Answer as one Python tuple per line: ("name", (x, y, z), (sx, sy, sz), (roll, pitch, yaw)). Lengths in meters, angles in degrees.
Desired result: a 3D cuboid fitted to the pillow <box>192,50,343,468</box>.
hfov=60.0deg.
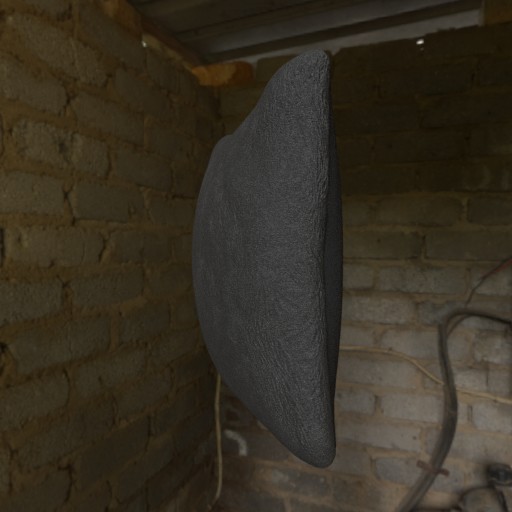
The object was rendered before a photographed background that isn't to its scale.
("pillow", (0.000, 0.000, 0.773), (0.210, 0.523, 0.533), (0, 1, -17))
